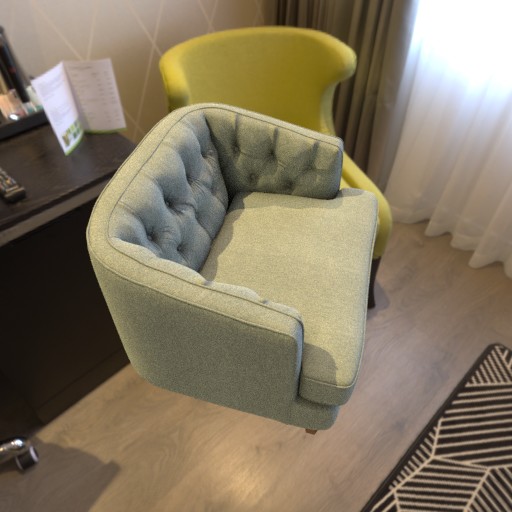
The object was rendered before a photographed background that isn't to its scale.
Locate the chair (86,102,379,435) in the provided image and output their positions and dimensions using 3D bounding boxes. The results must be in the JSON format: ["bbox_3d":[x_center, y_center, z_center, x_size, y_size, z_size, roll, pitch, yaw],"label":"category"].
[{"bbox_3d":[0.000,0.000,1.828,0.945,0.852,1.094,11,47,10],"label":"chair"}]
